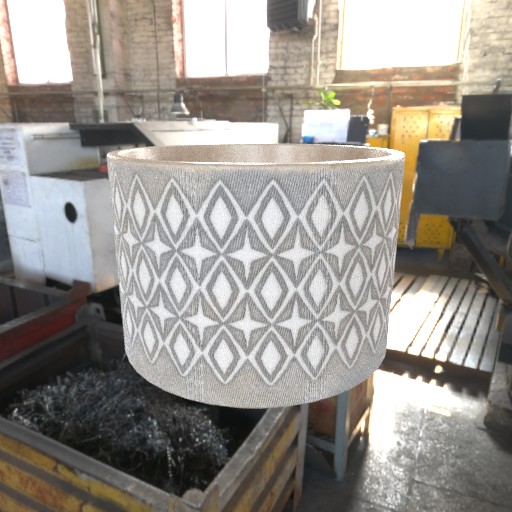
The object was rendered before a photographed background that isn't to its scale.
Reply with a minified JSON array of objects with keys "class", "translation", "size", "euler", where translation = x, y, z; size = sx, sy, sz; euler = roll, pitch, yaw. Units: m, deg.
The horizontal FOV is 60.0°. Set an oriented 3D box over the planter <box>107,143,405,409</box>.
[{"class":"planter","translation":[0.000,0.000,0.274],"size":[0.164,0.127,0.164],"euler":[0,17,0]}]
